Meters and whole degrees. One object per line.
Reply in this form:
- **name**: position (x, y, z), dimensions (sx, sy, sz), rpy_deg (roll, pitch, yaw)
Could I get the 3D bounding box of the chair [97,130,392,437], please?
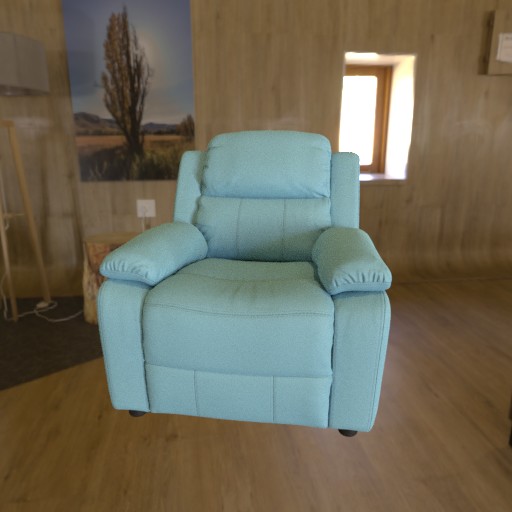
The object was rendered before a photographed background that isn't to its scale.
- **chair**: position (0.000, 0.000, 1.269), dimensions (0.680, 0.702, 0.709), rpy_deg (2, 15, 8)
